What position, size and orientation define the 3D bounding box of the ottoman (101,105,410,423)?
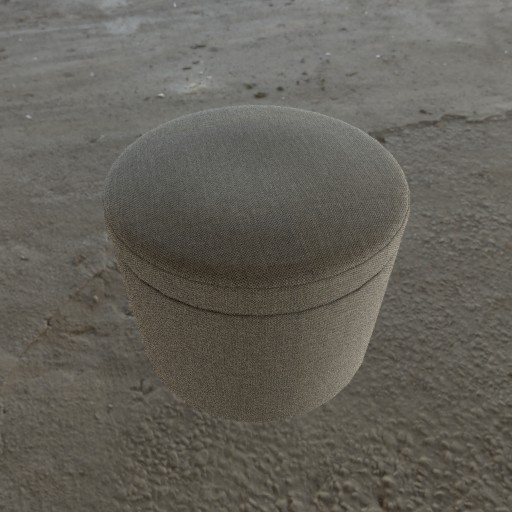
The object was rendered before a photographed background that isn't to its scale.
[{"bbox_3d":[0.000,0.000,0.863,0.500,0.419,0.500,0,45,0],"label":"ottoman"}]
